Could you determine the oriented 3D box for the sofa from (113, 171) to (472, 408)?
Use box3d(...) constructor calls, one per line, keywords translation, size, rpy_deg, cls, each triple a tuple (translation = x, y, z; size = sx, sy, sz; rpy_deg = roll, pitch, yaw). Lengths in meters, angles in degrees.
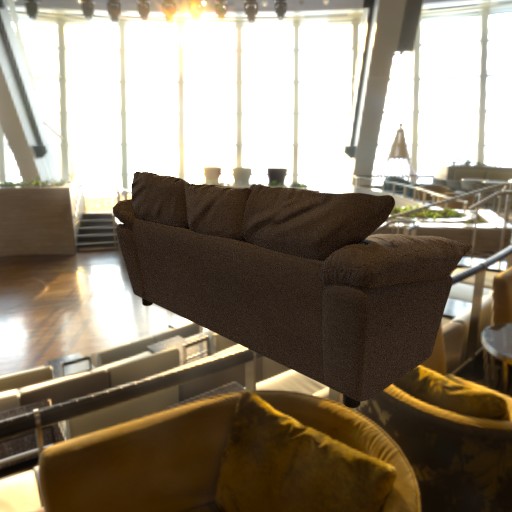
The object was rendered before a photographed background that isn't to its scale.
box3d(translation=(0.000, 0.000, 2.914), size=(0.927, 1.043, 2.390), rpy_deg=(-13, 19, -42), cls="sofa")
